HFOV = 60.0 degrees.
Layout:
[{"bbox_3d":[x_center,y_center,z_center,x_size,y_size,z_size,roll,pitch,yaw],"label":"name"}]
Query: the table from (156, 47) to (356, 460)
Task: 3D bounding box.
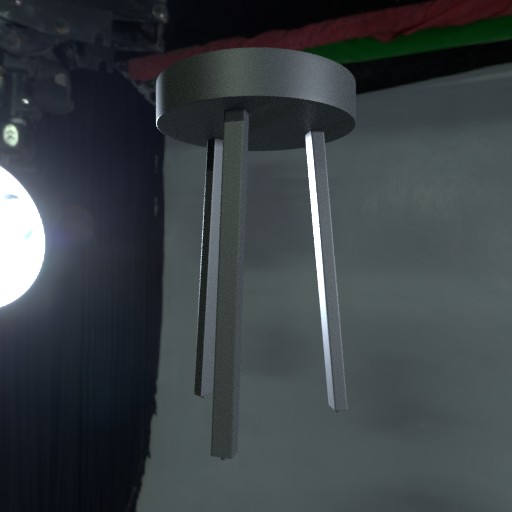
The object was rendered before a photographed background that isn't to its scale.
[{"bbox_3d":[0.000,0.000,0.930,0.406,0.686,0.406,0,1,18],"label":"table"}]
